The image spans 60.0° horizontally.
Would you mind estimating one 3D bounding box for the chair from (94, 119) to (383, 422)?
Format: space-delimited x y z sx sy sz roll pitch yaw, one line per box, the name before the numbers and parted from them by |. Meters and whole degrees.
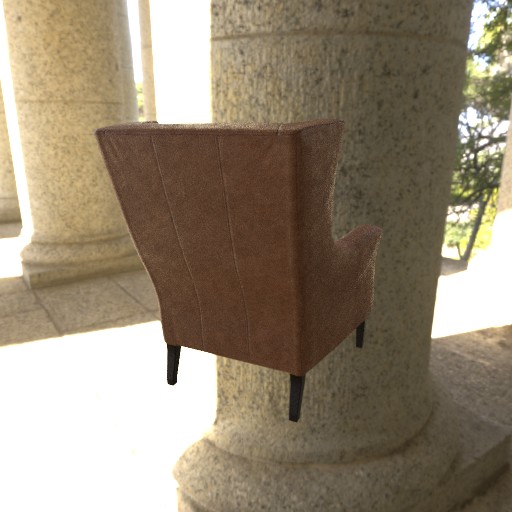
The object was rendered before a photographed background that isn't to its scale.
chair | 0.000 0.000 1.742 0.853 1.016 0.926 8 18 25
